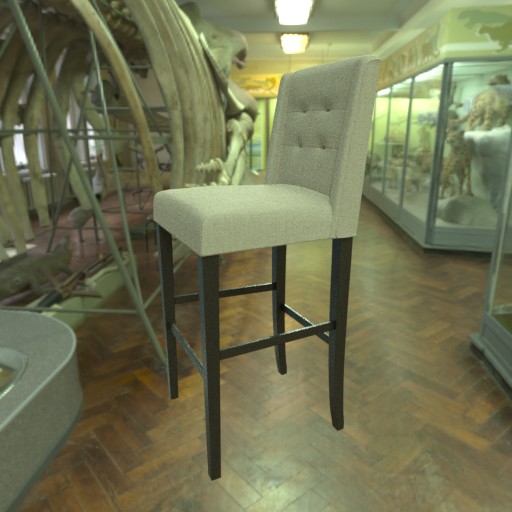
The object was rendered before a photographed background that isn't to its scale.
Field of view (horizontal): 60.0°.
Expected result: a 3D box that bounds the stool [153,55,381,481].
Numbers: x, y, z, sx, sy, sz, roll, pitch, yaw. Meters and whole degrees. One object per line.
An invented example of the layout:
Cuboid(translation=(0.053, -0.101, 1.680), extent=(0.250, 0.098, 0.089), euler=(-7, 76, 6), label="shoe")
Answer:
Cuboid(translation=(0.000, 0.000, 1.354), extent=(0.509, 1.116, 0.474), euler=(-7, 18, -24), label="stool")
